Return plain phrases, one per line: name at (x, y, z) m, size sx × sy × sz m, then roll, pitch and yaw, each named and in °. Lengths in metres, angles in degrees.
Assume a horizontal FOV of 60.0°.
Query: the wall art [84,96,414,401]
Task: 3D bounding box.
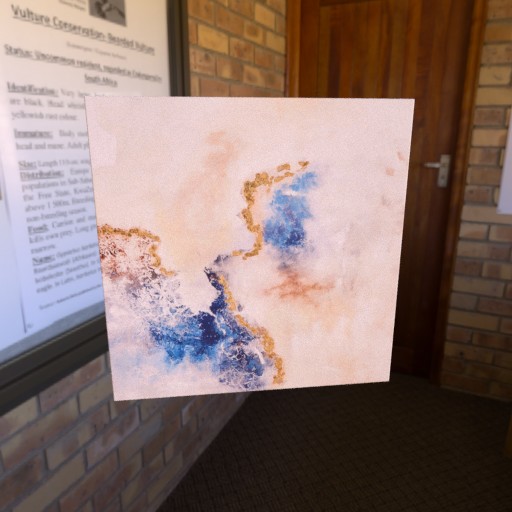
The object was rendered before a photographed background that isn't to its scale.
wall art at (0.000, 0.000, 1.320) m, size 0.889 × 0.889 × 0.038 m, roll -2°, pitch 16°, yaw -7°
